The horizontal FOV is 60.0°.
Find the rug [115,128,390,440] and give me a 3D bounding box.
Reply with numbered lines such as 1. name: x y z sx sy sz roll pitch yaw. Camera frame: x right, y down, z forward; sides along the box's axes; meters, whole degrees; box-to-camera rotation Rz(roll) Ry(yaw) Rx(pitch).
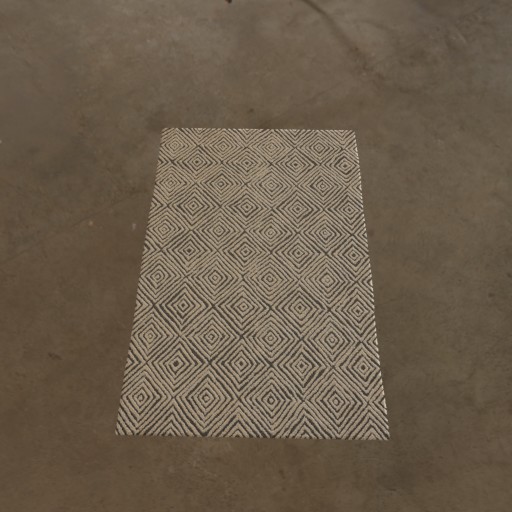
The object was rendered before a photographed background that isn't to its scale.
1. rug: 0.000 0.000 2.296 1.177 0.004 1.750 1 62 0
